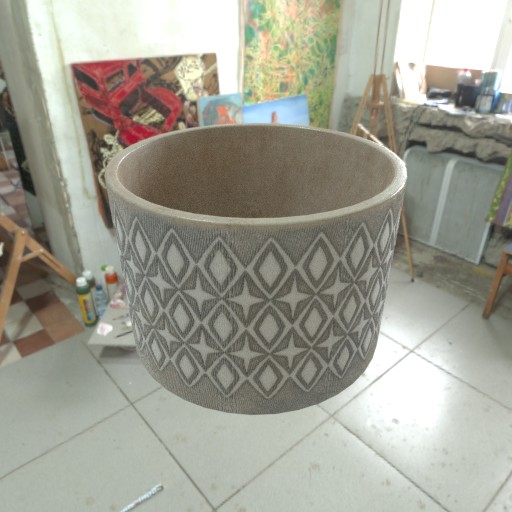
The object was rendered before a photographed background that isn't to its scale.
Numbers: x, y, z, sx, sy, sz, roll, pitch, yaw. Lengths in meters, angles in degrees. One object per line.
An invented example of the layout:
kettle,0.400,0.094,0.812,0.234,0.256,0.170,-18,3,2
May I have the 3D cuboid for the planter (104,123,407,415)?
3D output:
planter,0.000,0.000,0.282,0.164,0.127,0.164,0,31,0
